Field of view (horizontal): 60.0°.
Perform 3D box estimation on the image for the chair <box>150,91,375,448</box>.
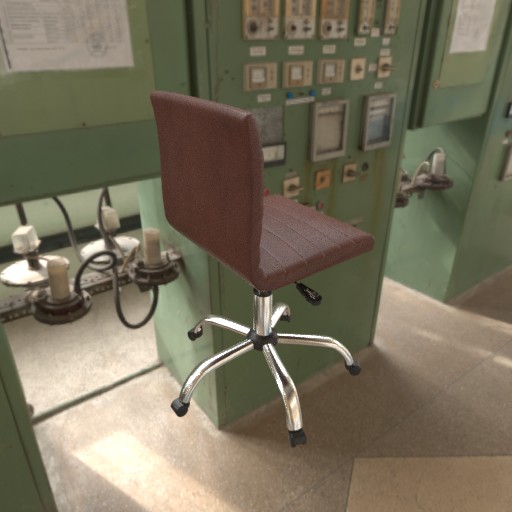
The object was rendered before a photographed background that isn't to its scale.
[{"bbox_3d":[0.000,0.000,1.120,0.530,0.780,0.556,-18,32,-31],"label":"chair"}]
